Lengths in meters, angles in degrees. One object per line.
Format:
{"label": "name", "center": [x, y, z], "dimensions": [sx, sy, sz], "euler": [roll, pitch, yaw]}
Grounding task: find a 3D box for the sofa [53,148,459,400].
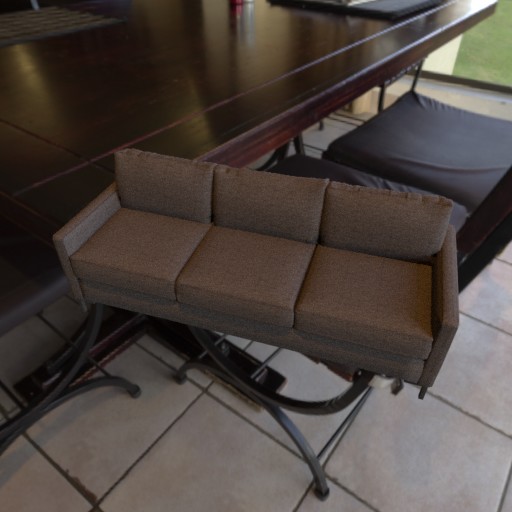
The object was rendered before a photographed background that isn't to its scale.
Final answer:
{"label": "sofa", "center": [0.000, 0.000, 2.704], "dimensions": [2.253, 0.882, 0.876], "euler": [11, 41, 14]}
